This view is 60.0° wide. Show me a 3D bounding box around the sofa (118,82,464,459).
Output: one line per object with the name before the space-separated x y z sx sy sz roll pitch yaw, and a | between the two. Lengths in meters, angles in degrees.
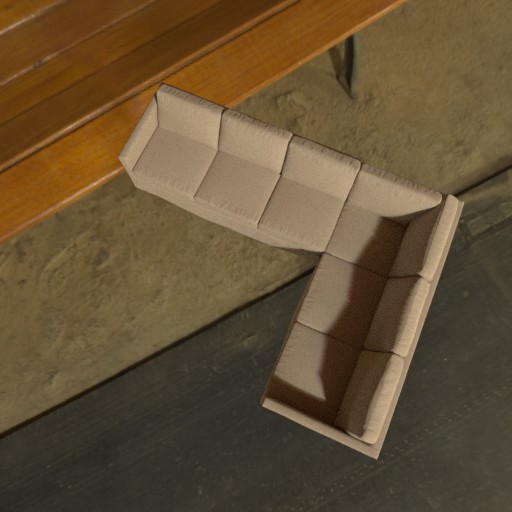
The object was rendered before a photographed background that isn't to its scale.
sofa | 0.000 0.000 4.218 3.182 0.871 2.432 23 76 6
